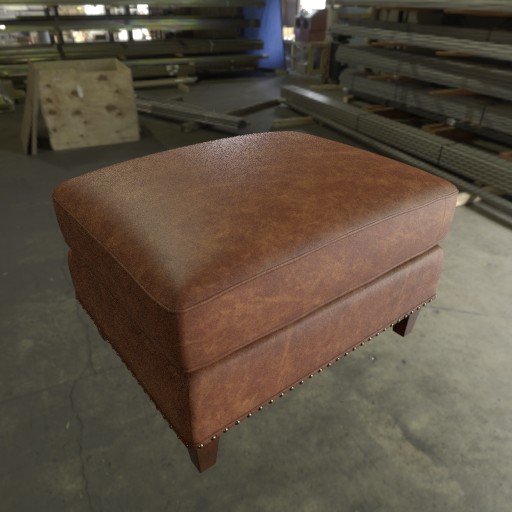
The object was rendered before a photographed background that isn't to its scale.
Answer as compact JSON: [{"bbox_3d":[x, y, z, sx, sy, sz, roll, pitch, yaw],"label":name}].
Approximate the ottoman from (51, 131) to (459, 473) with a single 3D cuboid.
[{"bbox_3d":[0.000,0.000,1.076,0.742,0.486,0.586,-22,37,-32],"label":"ottoman"}]
